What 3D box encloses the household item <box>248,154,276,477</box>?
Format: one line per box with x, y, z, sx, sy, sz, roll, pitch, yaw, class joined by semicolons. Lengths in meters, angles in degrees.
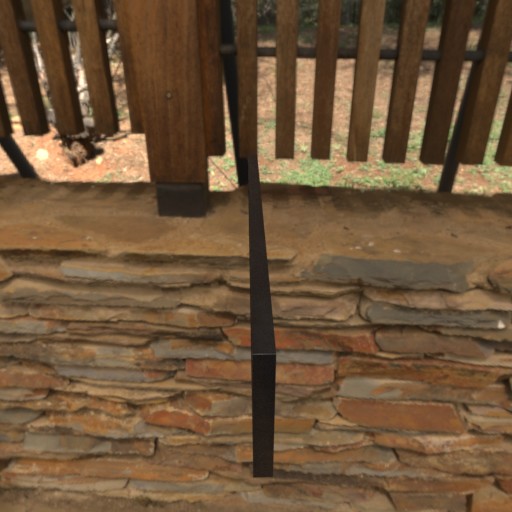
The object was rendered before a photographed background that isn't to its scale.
0.000;0.000;1.058;0.030;0.236;1.001;-1;27;-1;household item
